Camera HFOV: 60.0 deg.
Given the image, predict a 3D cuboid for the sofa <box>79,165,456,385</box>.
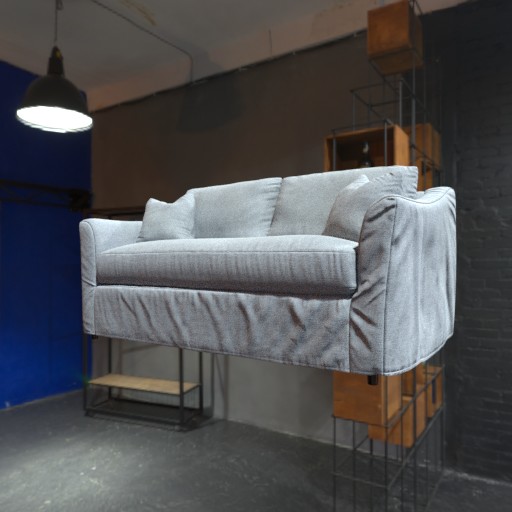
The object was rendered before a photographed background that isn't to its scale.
[{"bbox_3d":[0.000,0.000,2.604,2.010,1.018,1.072,-1,-1,35],"label":"sofa"}]
